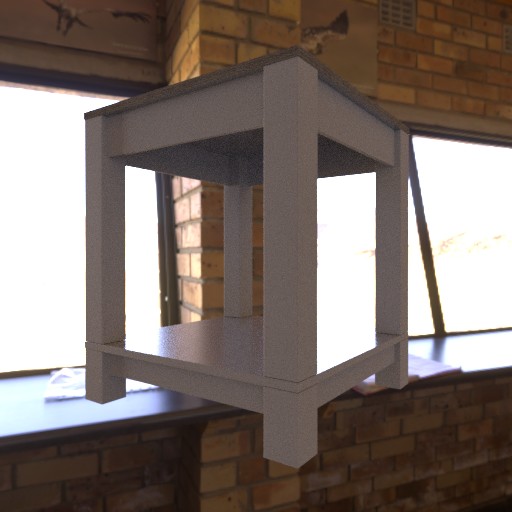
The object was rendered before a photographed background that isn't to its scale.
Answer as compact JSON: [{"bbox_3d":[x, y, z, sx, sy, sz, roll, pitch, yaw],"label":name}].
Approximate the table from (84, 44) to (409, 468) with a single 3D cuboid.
[{"bbox_3d":[0.000,0.000,0.965,0.506,0.587,0.504,0,0,36],"label":"table"}]
